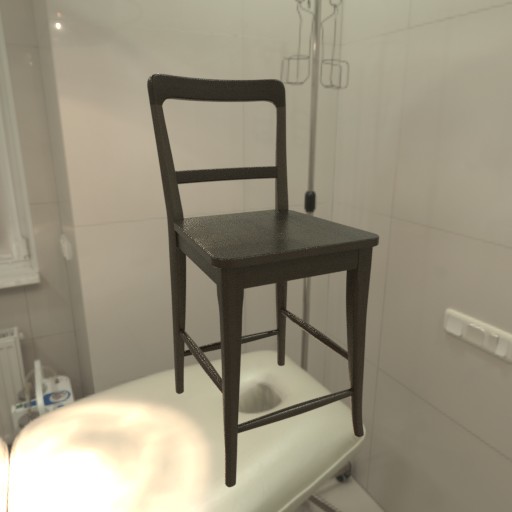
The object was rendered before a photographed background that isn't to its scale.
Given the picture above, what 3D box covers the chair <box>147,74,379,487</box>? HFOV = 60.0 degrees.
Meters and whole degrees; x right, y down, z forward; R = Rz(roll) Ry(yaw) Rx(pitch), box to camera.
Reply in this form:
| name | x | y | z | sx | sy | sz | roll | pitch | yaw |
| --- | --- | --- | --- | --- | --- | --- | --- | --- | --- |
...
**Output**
| name | x | y | z | sx | sy | sz | roll | pitch | yaw |
| --- | --- | --- | --- | --- | --- | --- | --- | --- | --- |
| chair | 0.000 | 0.000 | 1.264 | 0.450 | 0.991 | 0.546 | -8 | 19 | -26 |
